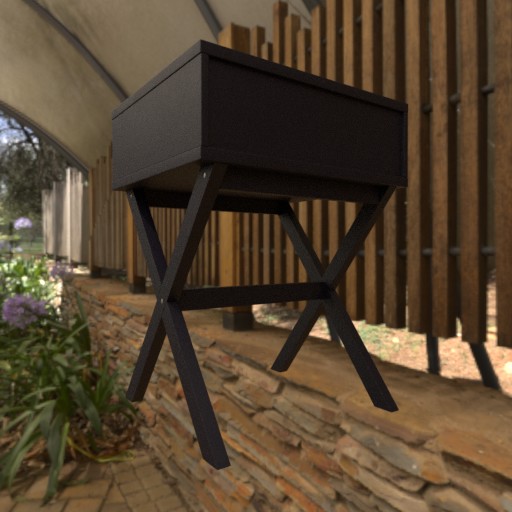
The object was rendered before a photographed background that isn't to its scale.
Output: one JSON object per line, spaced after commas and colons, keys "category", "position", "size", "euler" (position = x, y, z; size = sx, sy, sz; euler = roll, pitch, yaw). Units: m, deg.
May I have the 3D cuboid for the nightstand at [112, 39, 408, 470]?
{"category": "nightstand", "position": [0.000, 0.000, 0.934], "size": [0.479, 0.623, 0.402], "euler": [0, 1, -35]}
